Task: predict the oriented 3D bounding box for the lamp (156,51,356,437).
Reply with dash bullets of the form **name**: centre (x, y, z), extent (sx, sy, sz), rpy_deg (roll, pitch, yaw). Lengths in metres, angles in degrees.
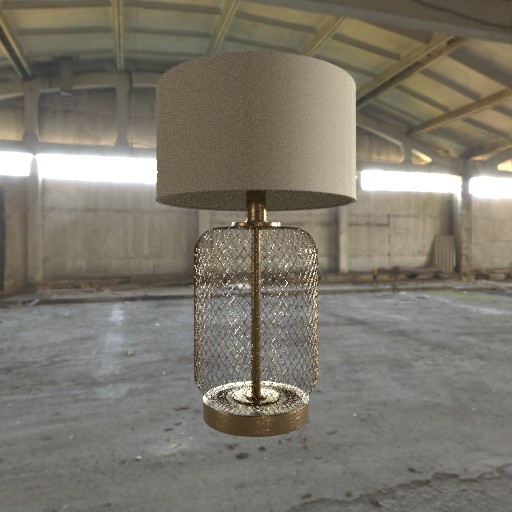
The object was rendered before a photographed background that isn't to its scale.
- **lamp**: centre (0.000, 0.000, 0.801), extent (0.353, 0.578, 0.353), rpy_deg (0, 1, 0)
